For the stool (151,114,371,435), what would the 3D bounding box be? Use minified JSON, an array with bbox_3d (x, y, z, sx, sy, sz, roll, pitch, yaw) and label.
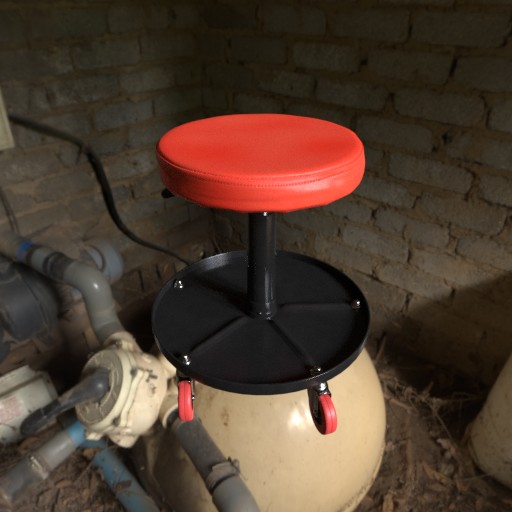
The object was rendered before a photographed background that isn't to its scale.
[{"bbox_3d":[0.000,0.000,0.676,0.382,0.365,0.381,1,31,2],"label":"stool"}]
